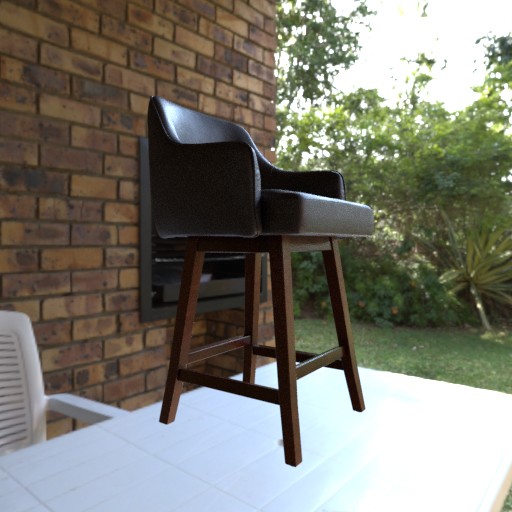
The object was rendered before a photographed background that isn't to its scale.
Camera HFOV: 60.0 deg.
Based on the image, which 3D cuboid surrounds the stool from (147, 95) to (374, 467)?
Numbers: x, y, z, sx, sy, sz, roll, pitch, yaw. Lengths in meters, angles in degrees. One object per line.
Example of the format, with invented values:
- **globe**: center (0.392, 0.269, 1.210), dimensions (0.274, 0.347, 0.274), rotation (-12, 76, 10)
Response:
- **stool**: center (0.000, 0.000, 1.298), dimensions (0.560, 0.936, 0.550), rotation (1, 2, 35)
